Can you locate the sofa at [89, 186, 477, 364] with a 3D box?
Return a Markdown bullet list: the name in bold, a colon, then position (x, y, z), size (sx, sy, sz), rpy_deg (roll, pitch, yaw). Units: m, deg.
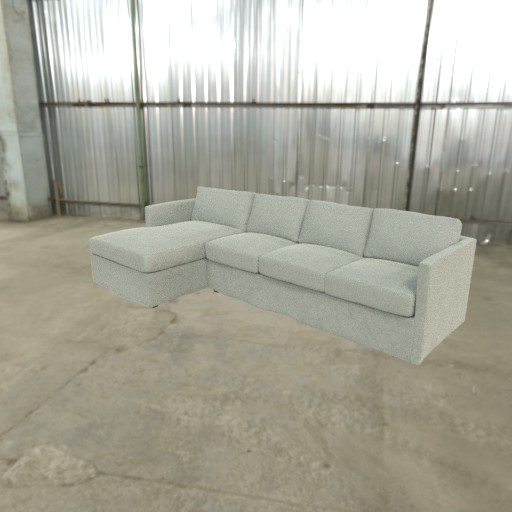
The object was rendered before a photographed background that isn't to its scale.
- **sofa**: position (0.000, 0.000, 3.987), size (3.205, 0.922, 1.650), rpy_deg (15, 22, 40)
